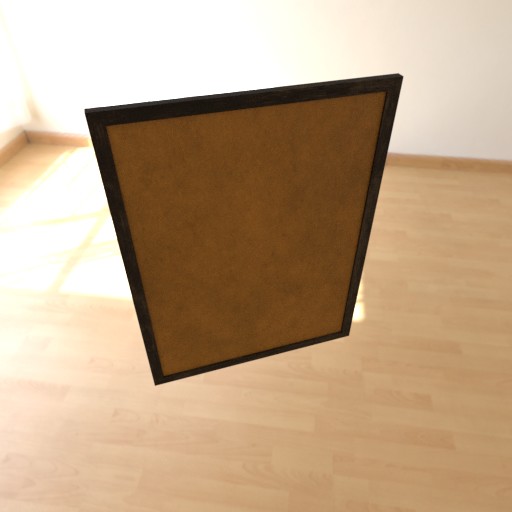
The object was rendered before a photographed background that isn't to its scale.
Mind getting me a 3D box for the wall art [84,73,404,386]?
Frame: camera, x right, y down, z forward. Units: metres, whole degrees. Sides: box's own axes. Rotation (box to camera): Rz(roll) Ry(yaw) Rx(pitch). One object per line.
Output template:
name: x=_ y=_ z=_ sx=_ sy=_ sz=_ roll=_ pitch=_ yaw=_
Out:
wall art: x=0.000 y=0.000 z=1.438 sx=0.812 sy=1.066 sz=0.029 roll=-11 pitch=42 yaw=-13
